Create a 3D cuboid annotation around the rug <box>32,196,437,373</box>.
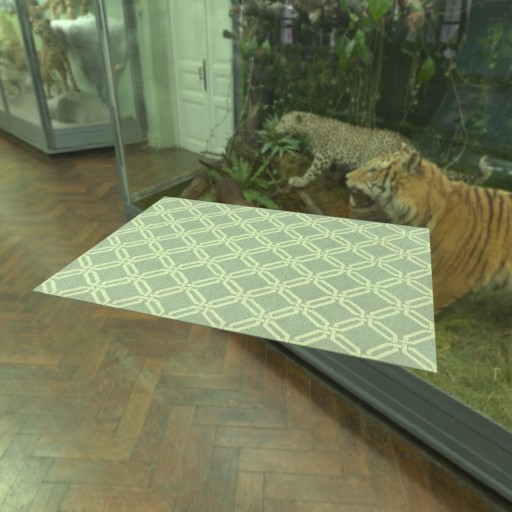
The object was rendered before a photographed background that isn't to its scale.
[{"bbox_3d":[0.000,0.000,4.471,3.353,0.013,2.438,9,29,16],"label":"rug"}]
